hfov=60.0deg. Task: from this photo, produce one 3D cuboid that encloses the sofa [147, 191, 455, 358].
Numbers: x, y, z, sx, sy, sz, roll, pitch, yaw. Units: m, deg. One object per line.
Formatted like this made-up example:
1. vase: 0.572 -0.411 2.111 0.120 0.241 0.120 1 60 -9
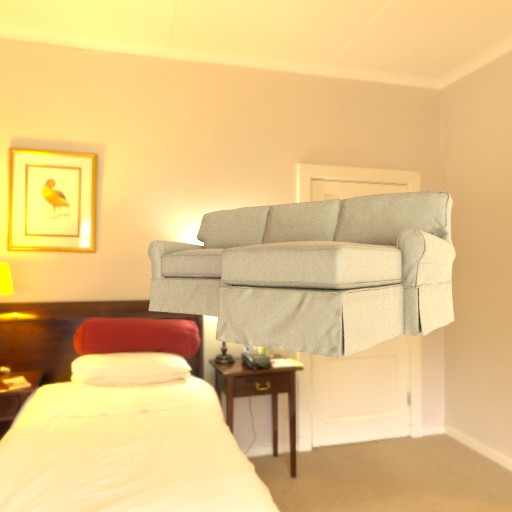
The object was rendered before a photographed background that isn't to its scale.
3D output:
1. sofa: 0.000 0.000 3.318 2.475 0.978 1.733 -1 -1 36
